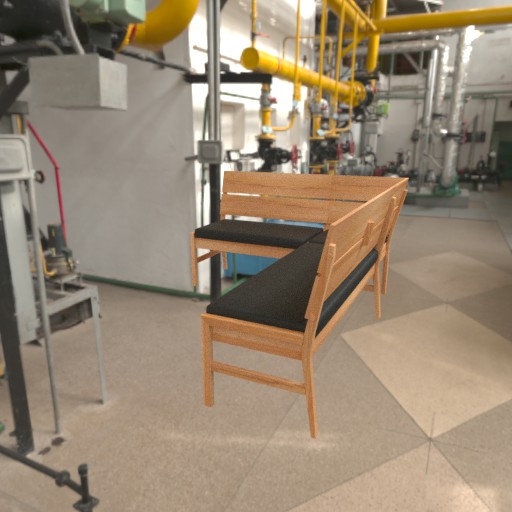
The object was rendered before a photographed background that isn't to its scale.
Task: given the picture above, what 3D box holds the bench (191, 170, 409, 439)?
[{"bbox_3d":[0.000,0.000,2.838,1.548,0.890,1.948,7,17,25],"label":"bench"}]
